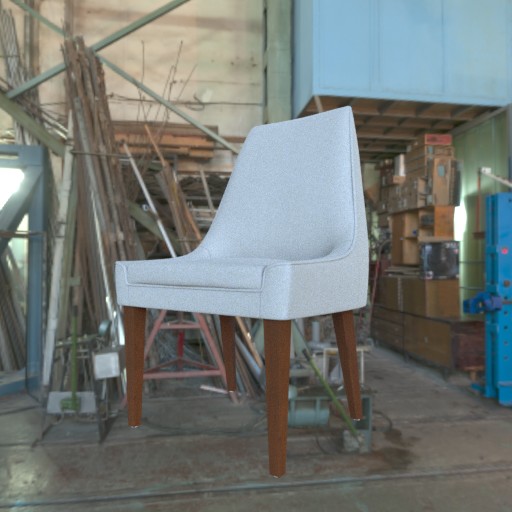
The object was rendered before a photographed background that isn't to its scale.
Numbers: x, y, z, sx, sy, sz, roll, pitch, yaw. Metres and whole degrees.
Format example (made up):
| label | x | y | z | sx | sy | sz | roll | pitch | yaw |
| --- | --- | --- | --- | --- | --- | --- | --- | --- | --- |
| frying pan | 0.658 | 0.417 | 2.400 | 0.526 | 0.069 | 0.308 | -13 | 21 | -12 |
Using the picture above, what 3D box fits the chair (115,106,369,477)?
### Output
| label | x | y | z | sx | sy | sz | roll | pitch | yaw |
| --- | --- | --- | --- | --- | --- | --- | --- | --- | --- |
| chair | 0.000 | 0.000 | 1.180 | 0.529 | 0.861 | 0.544 | -1 | -1 | 36 |
